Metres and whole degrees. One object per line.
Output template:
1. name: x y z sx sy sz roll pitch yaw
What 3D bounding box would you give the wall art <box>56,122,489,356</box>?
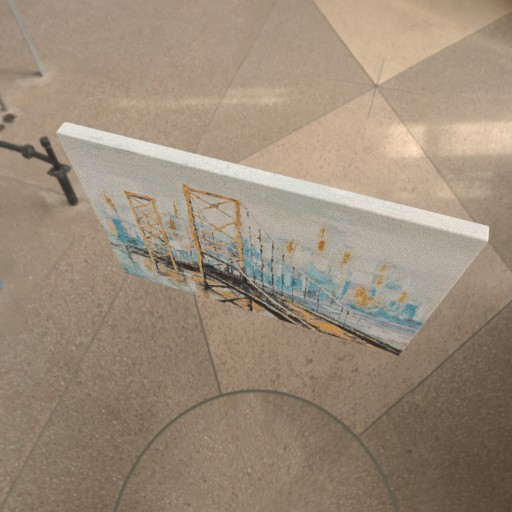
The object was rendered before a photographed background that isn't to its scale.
1. wall art: 0.000 0.000 1.157 0.913 0.609 0.038 16 59 10
